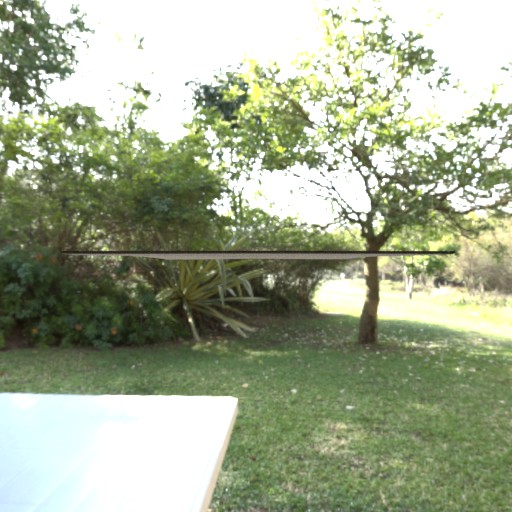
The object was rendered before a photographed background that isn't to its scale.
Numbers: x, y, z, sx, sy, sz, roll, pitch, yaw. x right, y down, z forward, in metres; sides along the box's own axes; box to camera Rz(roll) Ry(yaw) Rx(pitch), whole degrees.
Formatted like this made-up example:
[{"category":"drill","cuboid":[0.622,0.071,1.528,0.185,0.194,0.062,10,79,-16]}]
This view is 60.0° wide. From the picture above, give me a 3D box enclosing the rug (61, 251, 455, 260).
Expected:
[{"category":"rug","cuboid":[0.000,0.000,2.966,1.616,0.030,2.338,0,-1,0]}]
